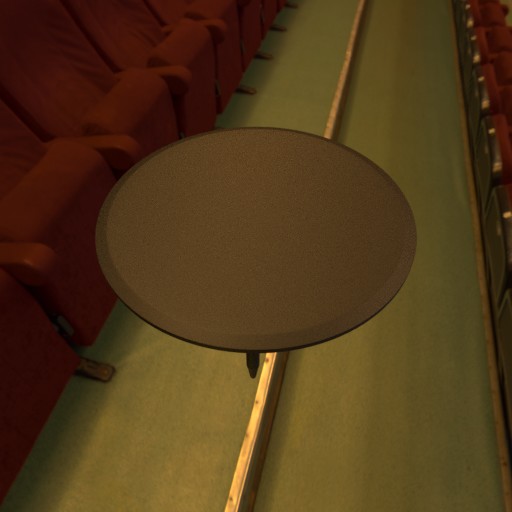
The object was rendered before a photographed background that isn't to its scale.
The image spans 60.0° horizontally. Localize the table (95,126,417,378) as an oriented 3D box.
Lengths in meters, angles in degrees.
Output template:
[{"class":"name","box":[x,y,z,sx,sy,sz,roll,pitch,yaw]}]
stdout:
[{"class":"table","box":[0.000,0.000,1.416,0.900,0.400,0.900,0,48,0]}]
